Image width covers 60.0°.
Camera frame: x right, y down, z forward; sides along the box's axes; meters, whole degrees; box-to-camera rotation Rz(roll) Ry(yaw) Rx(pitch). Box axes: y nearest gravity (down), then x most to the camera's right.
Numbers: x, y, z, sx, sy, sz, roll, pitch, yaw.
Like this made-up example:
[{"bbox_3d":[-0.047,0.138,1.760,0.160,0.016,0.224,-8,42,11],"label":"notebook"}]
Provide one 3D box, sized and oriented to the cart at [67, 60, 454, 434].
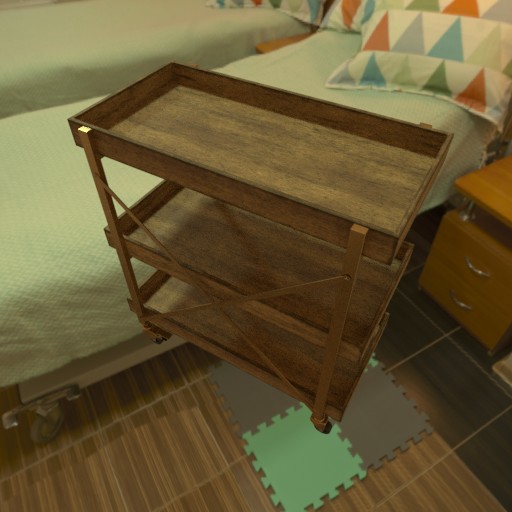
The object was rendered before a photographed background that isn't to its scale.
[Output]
[{"bbox_3d":[0.000,0.000,1.239,0.750,0.799,0.416,23,50,21],"label":"cart"}]
